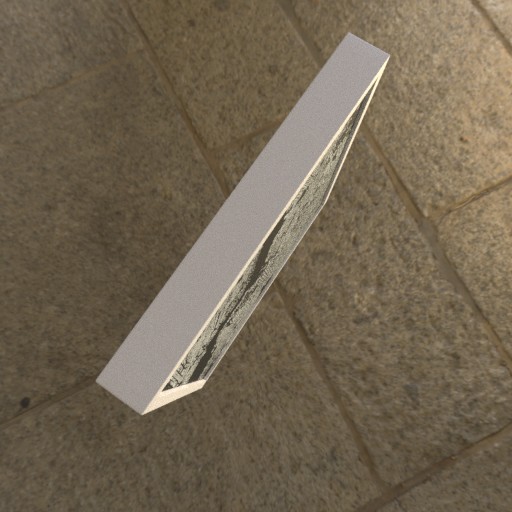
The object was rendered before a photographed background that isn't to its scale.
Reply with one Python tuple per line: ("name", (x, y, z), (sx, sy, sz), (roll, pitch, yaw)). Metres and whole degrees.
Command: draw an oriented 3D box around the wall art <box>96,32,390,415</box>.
("wall art", (0.000, 0.000, 0.450), (0.037, 0.305, 0.305), (33, 79, 8))
